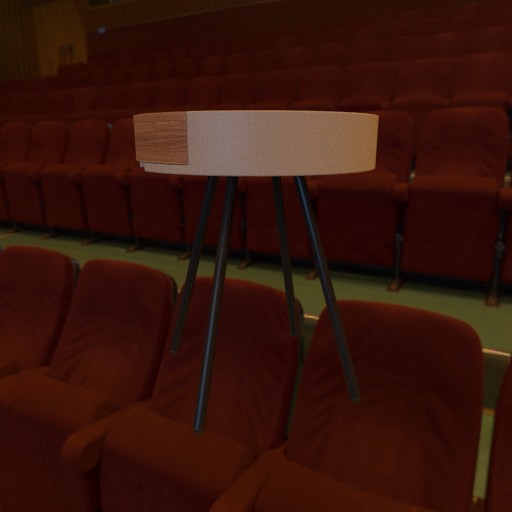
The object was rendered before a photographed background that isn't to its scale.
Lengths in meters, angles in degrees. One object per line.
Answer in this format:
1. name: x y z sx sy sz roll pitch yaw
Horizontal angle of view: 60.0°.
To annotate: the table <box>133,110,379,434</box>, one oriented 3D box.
1. table: 0.000 0.000 0.878 0.450 0.525 0.450 0 15 0
